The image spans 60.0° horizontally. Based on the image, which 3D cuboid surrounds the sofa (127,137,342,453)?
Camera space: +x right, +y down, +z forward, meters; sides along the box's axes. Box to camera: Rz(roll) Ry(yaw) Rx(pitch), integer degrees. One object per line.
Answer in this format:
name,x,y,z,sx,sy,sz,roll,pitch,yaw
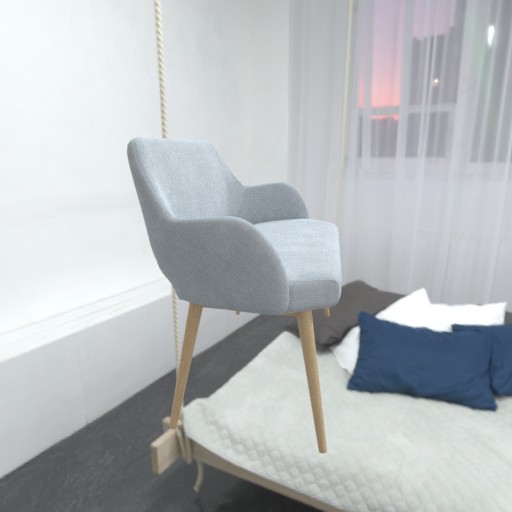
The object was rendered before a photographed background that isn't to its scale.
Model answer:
sofa,0.000,0.000,1.644,0.610,0.840,1.150,2,14,9
